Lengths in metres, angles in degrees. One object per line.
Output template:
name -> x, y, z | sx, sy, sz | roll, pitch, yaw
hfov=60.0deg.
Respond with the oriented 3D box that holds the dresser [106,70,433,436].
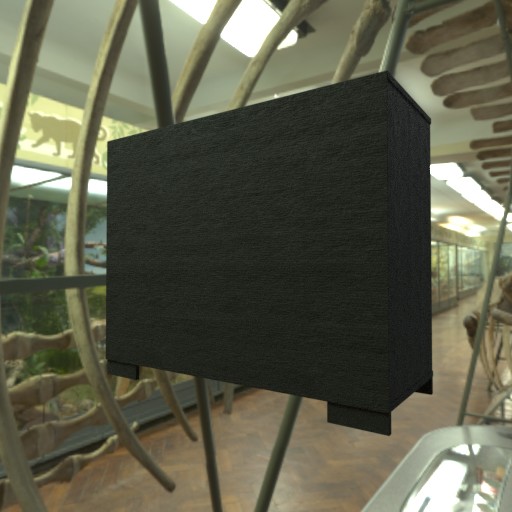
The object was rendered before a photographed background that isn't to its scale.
dresser -> 0.000, 0.000, 1.432 | 0.994, 0.816, 0.404 | -1, -2, 35
